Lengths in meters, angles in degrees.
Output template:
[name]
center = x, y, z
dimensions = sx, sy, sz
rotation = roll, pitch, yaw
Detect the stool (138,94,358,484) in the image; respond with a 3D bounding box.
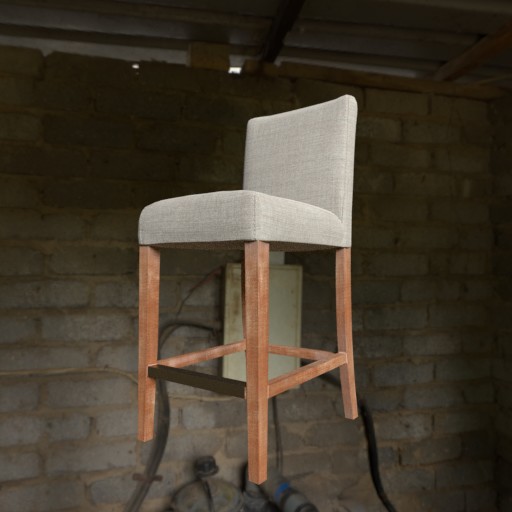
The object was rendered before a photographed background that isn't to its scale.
[stool]
center = 0.000, 0.000, 1.343
dimensions = 0.454, 1.039, 0.567
rotation = -1, -1, 37
